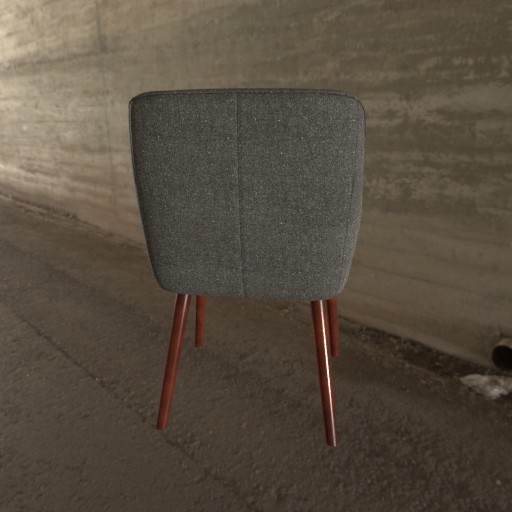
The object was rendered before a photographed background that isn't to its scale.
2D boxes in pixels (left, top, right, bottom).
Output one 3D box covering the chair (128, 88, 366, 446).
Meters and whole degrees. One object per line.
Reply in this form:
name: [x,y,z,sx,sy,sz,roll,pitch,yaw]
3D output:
chair: [0.000,0.000,1.180,0.543,0.803,0.519,2,17,8]
